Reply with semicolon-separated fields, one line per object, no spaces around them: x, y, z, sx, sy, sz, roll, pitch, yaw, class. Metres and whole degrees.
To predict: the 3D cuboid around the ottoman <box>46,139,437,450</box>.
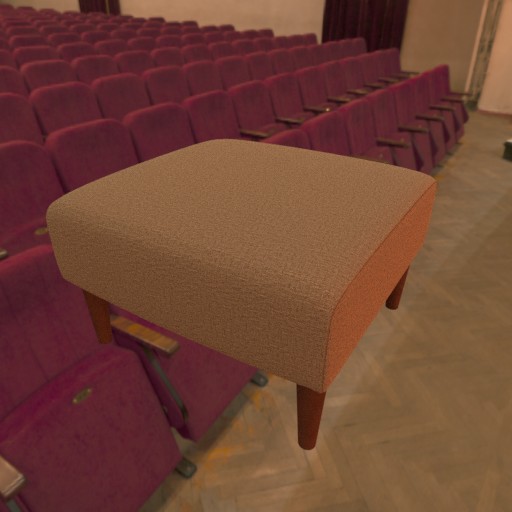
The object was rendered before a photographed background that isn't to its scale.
0.000;0.000;1.055;0.650;0.398;0.649;17;34;28;ottoman
